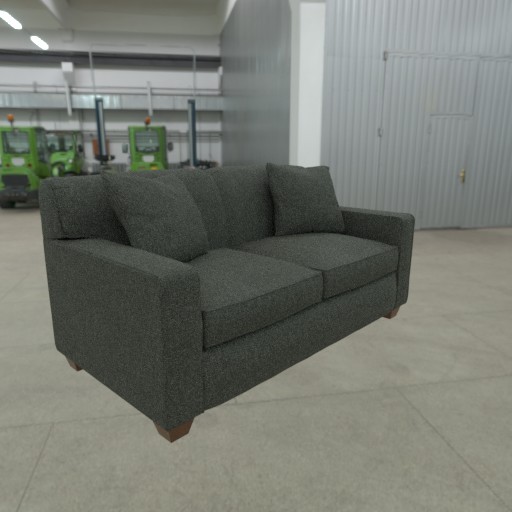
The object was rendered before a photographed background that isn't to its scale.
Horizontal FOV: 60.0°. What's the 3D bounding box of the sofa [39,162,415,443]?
[{"bbox_3d":[0.000,0.000,2.392,0.998,0.958,1.846,13,19,42],"label":"sofa"}]
